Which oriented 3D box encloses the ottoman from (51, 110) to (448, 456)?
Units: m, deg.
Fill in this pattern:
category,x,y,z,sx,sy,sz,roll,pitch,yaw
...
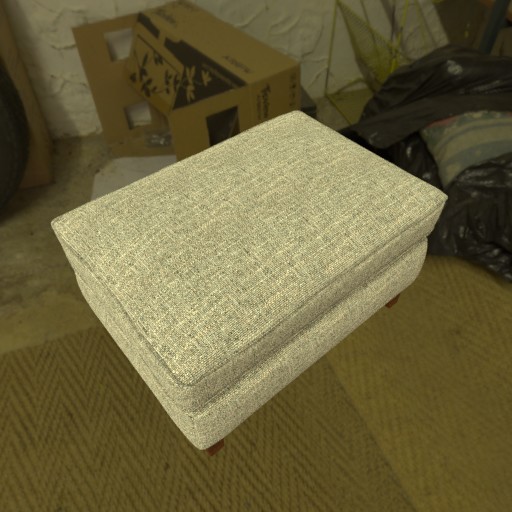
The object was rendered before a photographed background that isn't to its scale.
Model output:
category,x,y,z,sx,sy,sz,roll,pitch,yaw
ottoman,0.000,0.000,0.996,0.686,0.406,0.508,-32,55,-26
